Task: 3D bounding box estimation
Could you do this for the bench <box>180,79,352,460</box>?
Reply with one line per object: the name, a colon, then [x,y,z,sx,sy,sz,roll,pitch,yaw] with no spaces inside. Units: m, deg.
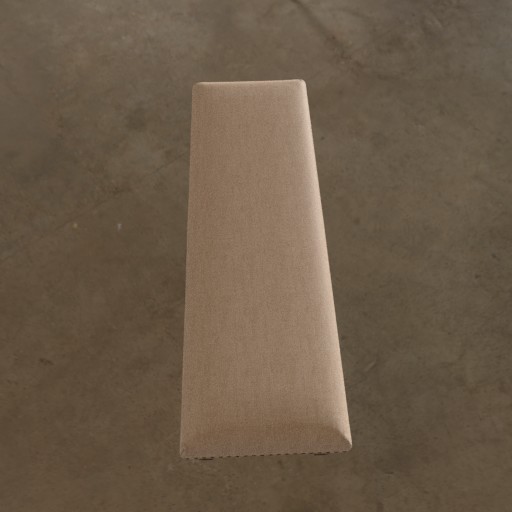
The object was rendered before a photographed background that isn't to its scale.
bench: [0.000,0.000,1.466,0.410,0.457,1.219,-2,63,-1]
